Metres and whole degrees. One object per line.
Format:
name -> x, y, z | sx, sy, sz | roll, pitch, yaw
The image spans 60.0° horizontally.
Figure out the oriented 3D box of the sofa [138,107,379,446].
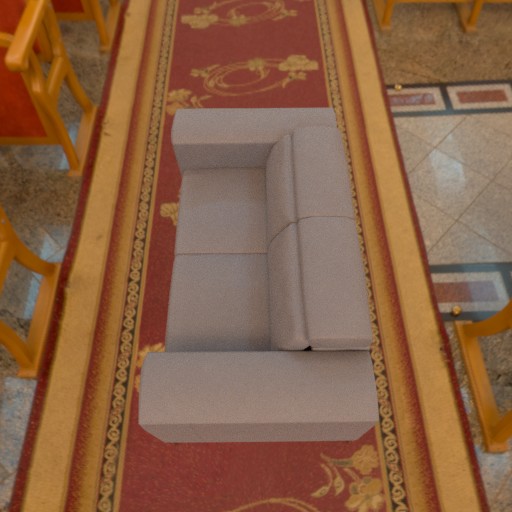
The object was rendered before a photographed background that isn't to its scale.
sofa -> 0.000, 0.000, 2.468 | 1.003, 0.779, 1.895 | 0, 59, 0
